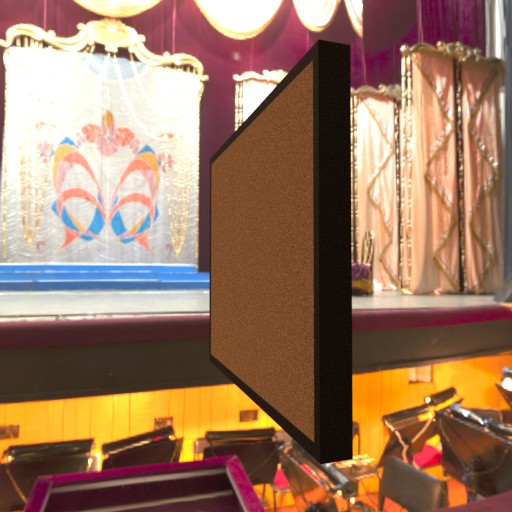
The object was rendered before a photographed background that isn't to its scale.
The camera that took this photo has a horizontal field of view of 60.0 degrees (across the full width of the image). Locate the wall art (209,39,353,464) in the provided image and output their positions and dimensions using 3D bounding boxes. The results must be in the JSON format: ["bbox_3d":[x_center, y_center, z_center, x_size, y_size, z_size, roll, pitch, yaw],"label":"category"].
[{"bbox_3d":[0.000,0.000,0.531,0.028,0.325,0.397,1,-2,-18],"label":"wall art"}]
